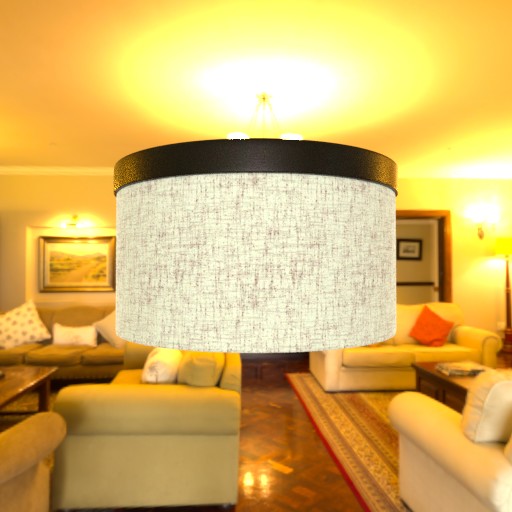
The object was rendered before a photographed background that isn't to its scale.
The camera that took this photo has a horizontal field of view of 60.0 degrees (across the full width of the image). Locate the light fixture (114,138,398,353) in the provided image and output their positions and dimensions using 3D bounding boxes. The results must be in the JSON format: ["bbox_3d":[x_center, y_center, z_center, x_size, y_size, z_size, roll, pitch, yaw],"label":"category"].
[{"bbox_3d":[0.000,0.000,0.635,0.389,0.229,0.389,0,-1,0],"label":"light fixture"}]
